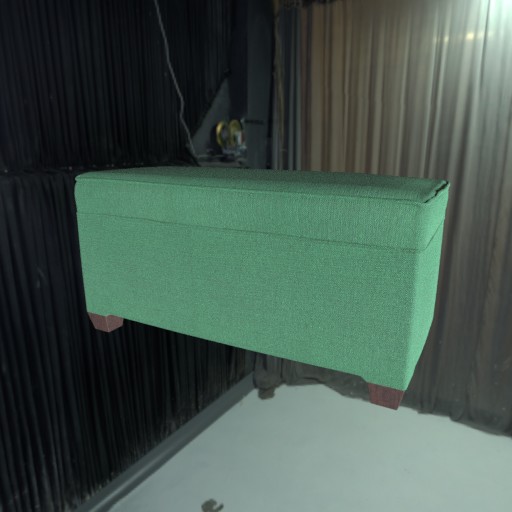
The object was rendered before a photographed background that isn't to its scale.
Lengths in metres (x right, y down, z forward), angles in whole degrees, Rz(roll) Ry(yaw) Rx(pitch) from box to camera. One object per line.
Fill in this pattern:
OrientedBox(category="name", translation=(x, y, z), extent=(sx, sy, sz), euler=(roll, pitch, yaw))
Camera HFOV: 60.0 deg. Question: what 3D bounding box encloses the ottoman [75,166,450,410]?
OrientedBox(category="ottoman", translation=(0.000, 0.000, 1.249), extent=(0.957, 0.471, 0.483), euler=(8, 17, 27))
